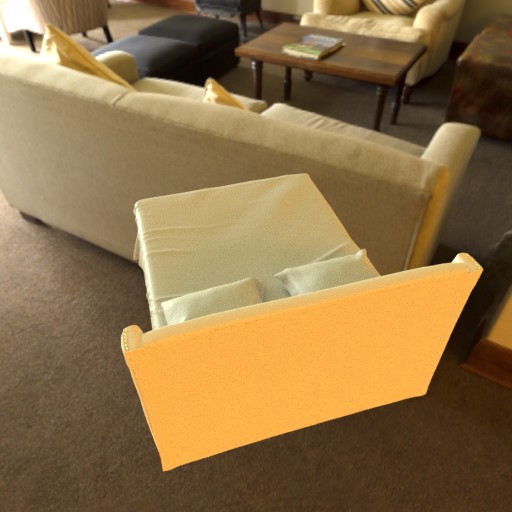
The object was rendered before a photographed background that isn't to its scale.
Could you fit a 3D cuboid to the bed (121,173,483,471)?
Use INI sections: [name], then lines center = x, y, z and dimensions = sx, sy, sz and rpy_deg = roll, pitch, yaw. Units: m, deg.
[bed]
center = 0.000, 0.000, 3.408
dimensions = 1.925, 1.332, 2.276
rpy_deg = -11, 44, -12
